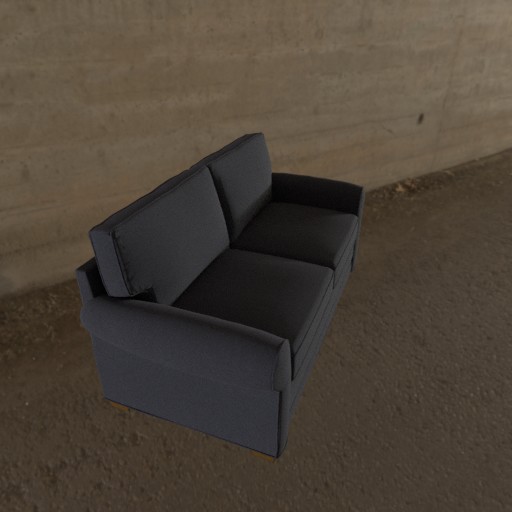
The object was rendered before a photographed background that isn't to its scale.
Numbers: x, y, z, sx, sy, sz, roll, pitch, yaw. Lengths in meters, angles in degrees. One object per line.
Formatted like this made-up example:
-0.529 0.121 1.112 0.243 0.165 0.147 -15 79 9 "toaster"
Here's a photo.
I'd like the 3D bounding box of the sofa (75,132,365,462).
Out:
0.000 0.000 2.585 0.951 1.031 2.009 11 31 19 "sofa"
